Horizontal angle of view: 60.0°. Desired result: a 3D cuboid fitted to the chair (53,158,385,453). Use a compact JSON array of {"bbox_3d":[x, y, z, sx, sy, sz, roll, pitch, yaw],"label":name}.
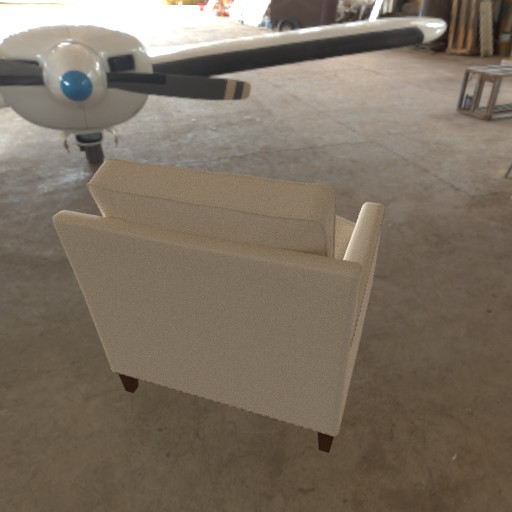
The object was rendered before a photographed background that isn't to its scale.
[{"bbox_3d":[0.000,0.000,1.673,0.853,0.943,1.014,11,33,17],"label":"chair"}]
